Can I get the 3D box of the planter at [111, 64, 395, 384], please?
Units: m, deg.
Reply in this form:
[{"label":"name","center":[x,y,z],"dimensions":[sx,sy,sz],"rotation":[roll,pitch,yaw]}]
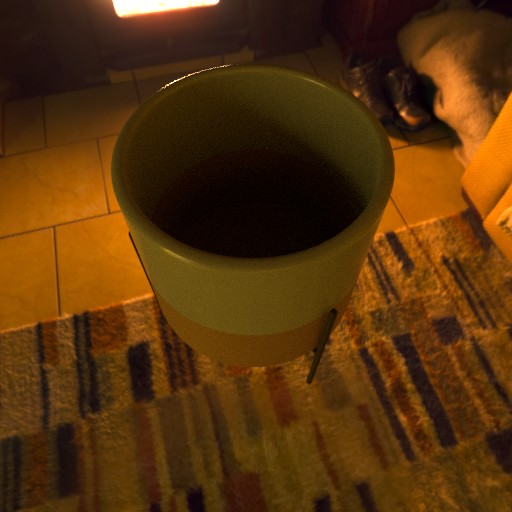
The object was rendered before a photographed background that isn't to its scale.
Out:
[{"label":"planter","center":[0.000,0.000,0.740],"dimensions":[0.348,0.480,0.360],"rotation":[-32,63,-18]}]
